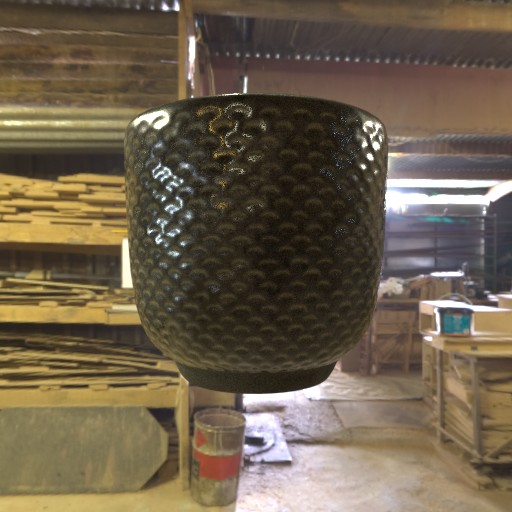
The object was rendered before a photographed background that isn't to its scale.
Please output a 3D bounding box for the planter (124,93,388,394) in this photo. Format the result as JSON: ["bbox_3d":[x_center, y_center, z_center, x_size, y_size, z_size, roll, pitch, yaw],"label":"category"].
[{"bbox_3d":[0.000,0.000,0.243,0.140,0.129,0.140,0,-1,0],"label":"planter"}]
